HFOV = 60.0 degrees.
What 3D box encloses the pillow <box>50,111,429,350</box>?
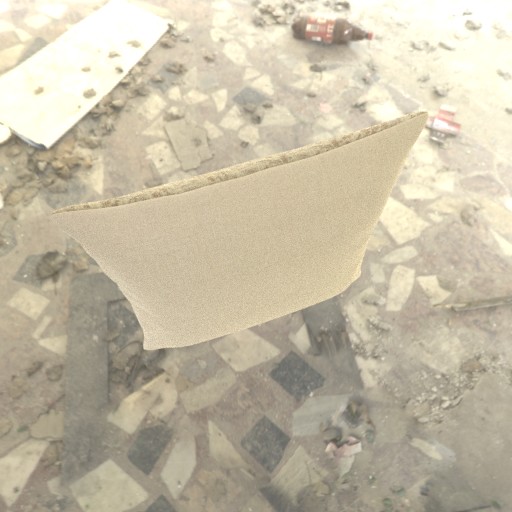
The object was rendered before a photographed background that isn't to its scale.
[{"bbox_3d":[0.000,0.000,0.790,0.523,0.510,0.166,-17,61,-10],"label":"pillow"}]
